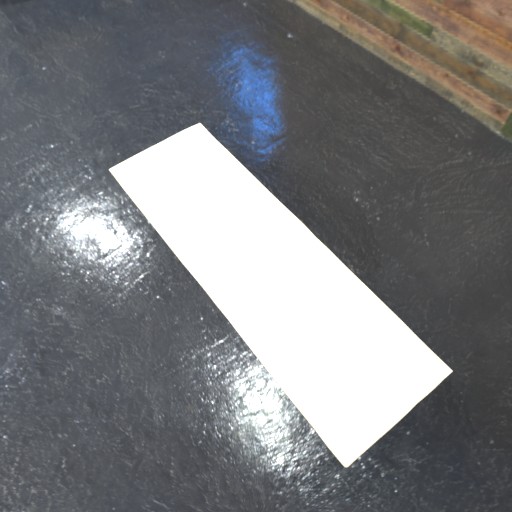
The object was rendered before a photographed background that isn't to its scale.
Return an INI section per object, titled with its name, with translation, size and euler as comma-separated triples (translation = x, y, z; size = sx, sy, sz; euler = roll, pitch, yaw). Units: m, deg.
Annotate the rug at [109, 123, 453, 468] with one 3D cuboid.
[rug]
translation = 0.000, 0.000, 2.766
size = 0.793, 0.014, 2.450
euler = -33, 64, -19
